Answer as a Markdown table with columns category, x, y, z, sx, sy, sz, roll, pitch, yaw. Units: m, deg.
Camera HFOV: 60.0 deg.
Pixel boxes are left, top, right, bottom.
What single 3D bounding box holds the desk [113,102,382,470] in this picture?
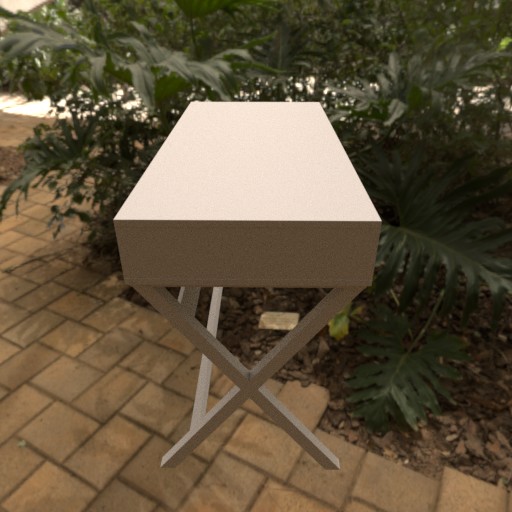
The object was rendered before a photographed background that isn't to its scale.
| category | x | y | z | sx | sy | sz | roll | pitch | yaw |
| --- | --- | --- | --- | --- | --- | --- | --- | --- | --- |
| desk | 0.000 | 0.000 | 1.485 | 0.525 | 0.780 | 1.057 | 0 | 31 | 1 |
